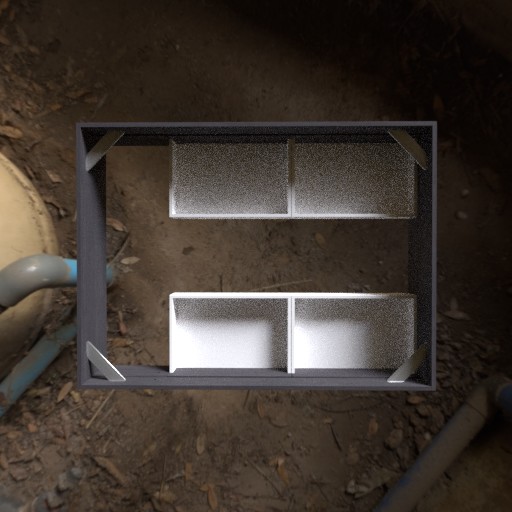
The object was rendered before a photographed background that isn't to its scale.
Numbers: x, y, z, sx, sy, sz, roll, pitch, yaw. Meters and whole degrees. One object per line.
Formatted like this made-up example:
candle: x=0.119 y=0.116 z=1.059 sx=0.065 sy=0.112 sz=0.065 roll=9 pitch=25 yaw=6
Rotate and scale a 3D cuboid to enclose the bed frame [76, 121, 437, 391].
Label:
bed frame: x=0.000 y=0.000 z=2.592 sx=1.944 sy=0.459 sz=1.448 roll=0 pitch=91 yaw=1
